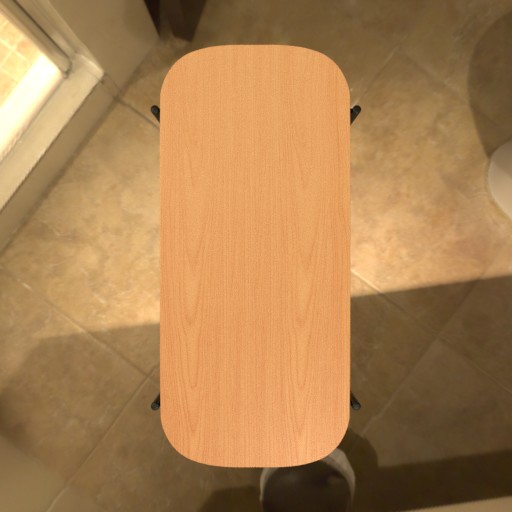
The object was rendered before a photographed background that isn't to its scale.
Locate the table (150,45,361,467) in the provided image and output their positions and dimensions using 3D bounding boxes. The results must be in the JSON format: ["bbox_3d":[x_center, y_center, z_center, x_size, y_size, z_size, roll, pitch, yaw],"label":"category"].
[{"bbox_3d":[0.000,0.000,1.039,0.400,0.400,0.800,0,90,0],"label":"table"}]
